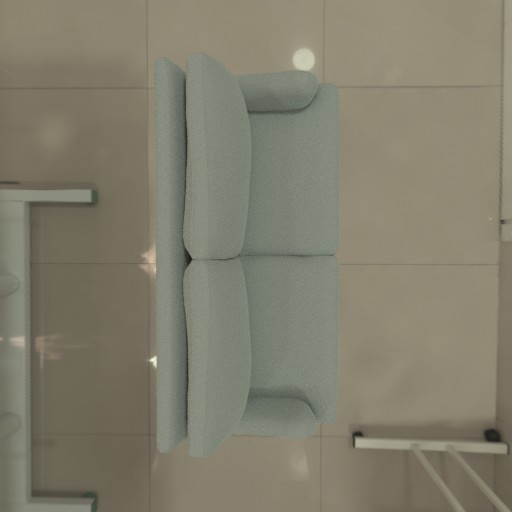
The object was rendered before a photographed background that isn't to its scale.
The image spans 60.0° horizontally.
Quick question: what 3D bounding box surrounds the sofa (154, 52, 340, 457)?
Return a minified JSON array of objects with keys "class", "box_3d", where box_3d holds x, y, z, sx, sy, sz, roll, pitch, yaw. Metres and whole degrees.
[{"class":"sofa","box_3d":[0.000,0.000,2.794,1.069,1.096,2.193,0,92,1]}]
